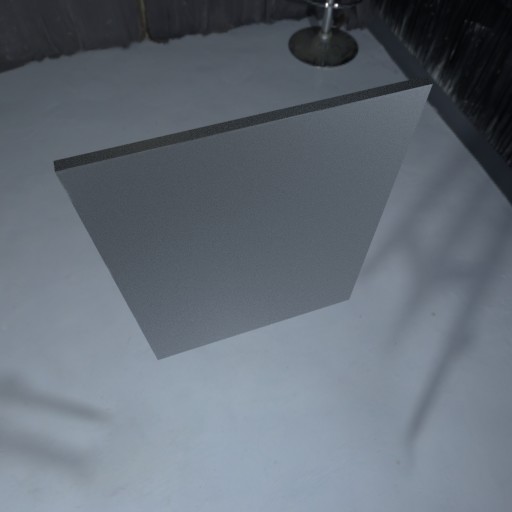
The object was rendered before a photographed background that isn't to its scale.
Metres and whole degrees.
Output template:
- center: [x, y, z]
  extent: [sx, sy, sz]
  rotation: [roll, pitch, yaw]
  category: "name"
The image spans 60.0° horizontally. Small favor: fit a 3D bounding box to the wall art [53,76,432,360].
- center: [0.000, 0.000, 1.359]
  extent: [0.816, 1.046, 0.030]
  rotation: [-16, 59, -10]
  category: "wall art"
